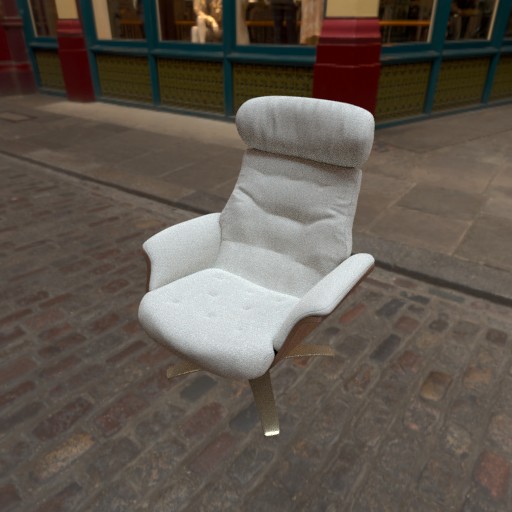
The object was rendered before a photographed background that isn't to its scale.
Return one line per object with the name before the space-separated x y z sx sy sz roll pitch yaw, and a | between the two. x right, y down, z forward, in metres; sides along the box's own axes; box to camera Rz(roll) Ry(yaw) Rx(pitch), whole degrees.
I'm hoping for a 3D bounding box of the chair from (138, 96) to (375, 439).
chair | 0.000 0.000 1.610 0.785 0.995 0.837 19 34 30
